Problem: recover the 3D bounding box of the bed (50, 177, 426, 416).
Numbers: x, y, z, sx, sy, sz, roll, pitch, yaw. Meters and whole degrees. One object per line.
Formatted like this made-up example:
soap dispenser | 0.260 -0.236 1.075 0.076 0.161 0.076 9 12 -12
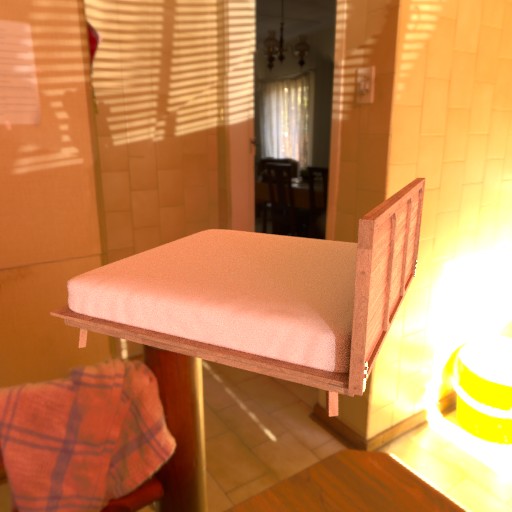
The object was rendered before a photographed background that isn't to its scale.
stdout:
bed | 0.000 0.000 3.416 2.167 1.100 2.116 7 17 25
